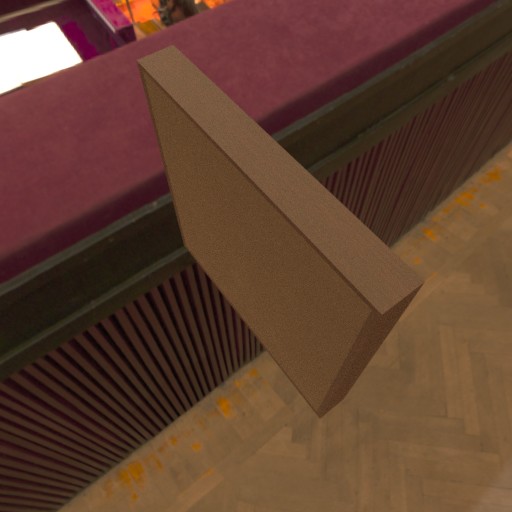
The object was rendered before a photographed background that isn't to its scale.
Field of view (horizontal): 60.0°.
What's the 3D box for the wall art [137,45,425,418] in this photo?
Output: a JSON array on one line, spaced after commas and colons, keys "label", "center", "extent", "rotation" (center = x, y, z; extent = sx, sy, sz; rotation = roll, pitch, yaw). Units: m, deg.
[{"label": "wall art", "center": [0.000, 0.000, 0.465], "extent": [0.038, 0.303, 0.304], "rotation": [-32, 64, -18]}]
